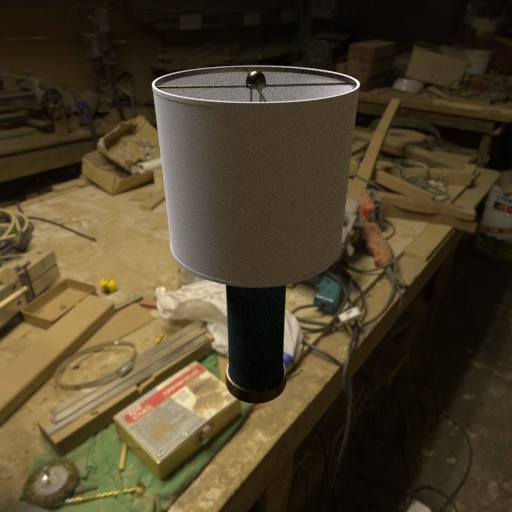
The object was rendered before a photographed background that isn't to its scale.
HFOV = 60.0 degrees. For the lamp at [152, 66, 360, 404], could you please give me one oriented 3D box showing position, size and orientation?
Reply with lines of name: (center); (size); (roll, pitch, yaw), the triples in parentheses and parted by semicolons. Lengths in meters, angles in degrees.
lamp: (0.000, 0.000, 0.808); (0.301, 0.630, 0.301); (23, 38, 33)
